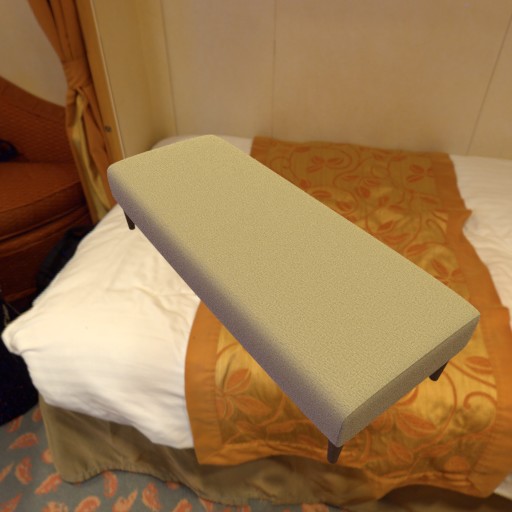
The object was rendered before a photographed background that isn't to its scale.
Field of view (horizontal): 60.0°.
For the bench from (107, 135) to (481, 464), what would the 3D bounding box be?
[{"bbox_3d":[0.000,0.000,1.853,0.646,0.393,1.609,-25,46,-27],"label":"bench"}]
